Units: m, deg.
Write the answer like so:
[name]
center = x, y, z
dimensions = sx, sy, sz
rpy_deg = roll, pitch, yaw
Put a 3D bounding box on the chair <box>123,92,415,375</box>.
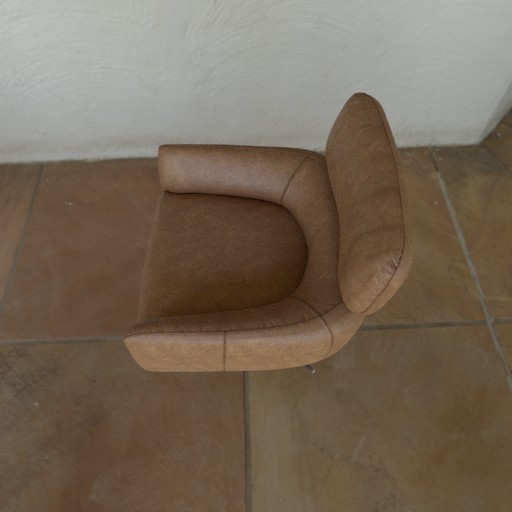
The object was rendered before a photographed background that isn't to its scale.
[chair]
center = 0.000, 0.000, 1.368
dimensions = 0.715, 0.812, 0.706
rpy_deg = 1, 57, 0
